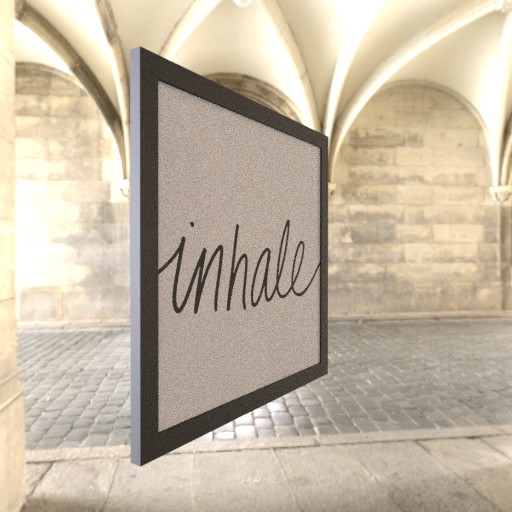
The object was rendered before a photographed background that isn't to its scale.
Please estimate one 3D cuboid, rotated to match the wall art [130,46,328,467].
[{"bbox_3d":[0.000,0.000,0.523,0.013,0.356,0.356,0,1,35],"label":"wall art"}]
